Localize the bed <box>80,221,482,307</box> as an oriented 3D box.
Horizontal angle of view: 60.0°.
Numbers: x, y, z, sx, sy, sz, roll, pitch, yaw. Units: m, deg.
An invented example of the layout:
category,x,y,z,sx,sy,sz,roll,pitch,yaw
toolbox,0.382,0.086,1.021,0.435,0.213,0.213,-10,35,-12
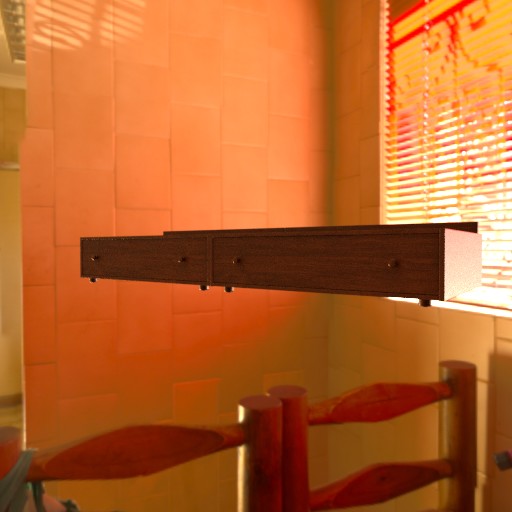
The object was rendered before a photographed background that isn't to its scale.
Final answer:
category,x,y,z,sx,sy,sz,roll,pitch,yaw
bed,0.000,0.000,2.365,2.057,0.326,0.787,1,1,35
